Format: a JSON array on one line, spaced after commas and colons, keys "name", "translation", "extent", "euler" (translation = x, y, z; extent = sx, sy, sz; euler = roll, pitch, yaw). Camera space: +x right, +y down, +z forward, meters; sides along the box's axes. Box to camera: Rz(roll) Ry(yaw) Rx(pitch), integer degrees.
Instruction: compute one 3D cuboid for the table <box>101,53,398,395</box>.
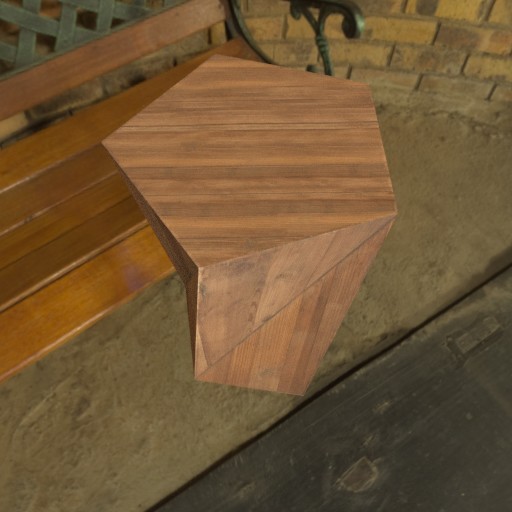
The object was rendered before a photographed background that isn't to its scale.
[{"name": "table", "translation": [0.000, 0.000, 0.883], "extent": [0.425, 0.604, 0.441], "euler": [17, 59, 10]}]
